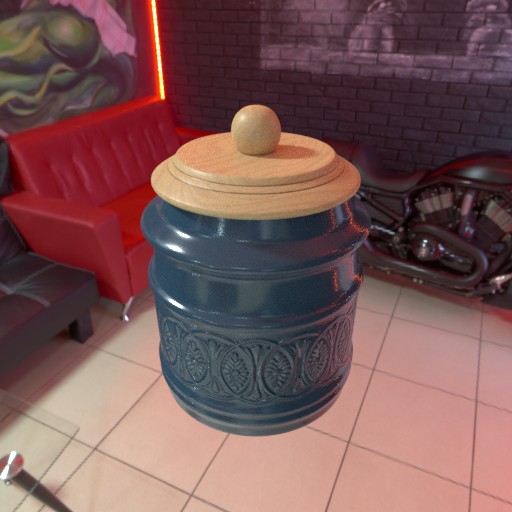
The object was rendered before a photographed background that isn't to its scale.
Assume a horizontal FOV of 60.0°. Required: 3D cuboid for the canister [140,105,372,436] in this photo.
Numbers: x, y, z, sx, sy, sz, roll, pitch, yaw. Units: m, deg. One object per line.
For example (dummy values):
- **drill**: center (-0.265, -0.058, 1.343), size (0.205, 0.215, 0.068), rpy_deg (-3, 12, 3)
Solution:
- **canister**: center (0.000, 0.000, 0.269), size (0.130, 0.176, 0.130), rpy_deg (0, 30, 0)
